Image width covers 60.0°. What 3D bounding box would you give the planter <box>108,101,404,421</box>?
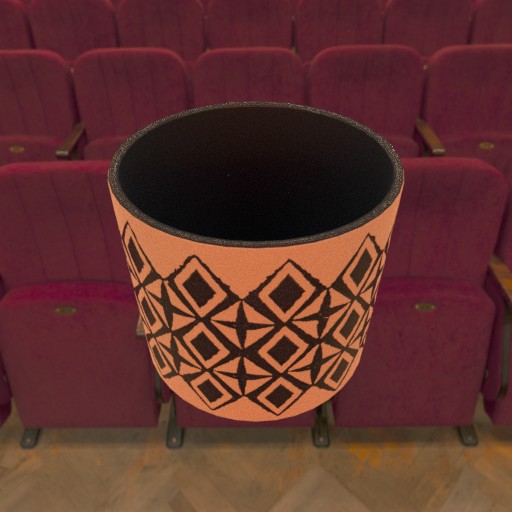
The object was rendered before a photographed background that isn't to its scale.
[{"bbox_3d":[0.000,0.000,0.289,0.159,0.144,0.159,0,40,0],"label":"planter"}]
